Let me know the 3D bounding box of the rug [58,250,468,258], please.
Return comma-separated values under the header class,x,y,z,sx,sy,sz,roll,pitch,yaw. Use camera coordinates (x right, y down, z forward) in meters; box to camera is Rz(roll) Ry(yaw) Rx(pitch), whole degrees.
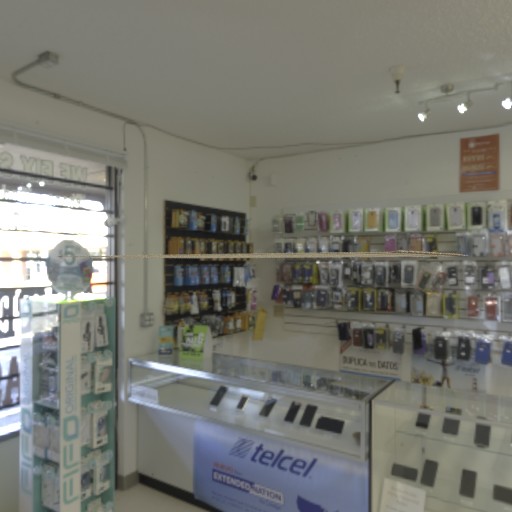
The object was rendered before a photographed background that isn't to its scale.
class,x,y,z,sx,sy,sz,roll,pitch,yaw
rug,0.000,0.000,2.577,2.096,0.011,1.229,-1,-1,35
